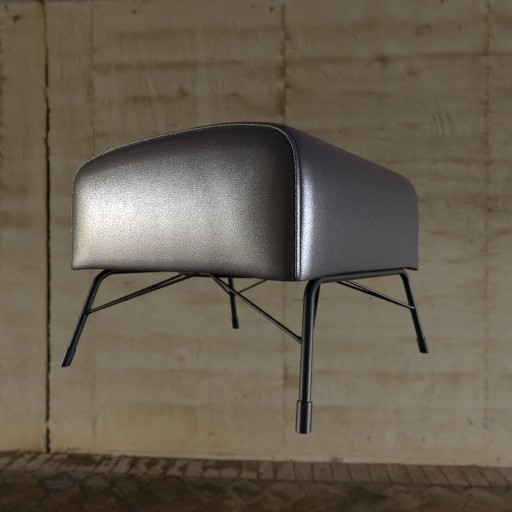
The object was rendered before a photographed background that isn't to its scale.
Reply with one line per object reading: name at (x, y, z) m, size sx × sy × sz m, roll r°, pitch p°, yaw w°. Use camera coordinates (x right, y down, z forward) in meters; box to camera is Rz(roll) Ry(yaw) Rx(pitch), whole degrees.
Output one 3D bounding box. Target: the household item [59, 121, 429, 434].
household item at (0.000, 0.000, 0.882) m, size 0.530 × 0.410 × 0.530 m, roll 0°, pitch 1°, yaw 36°
